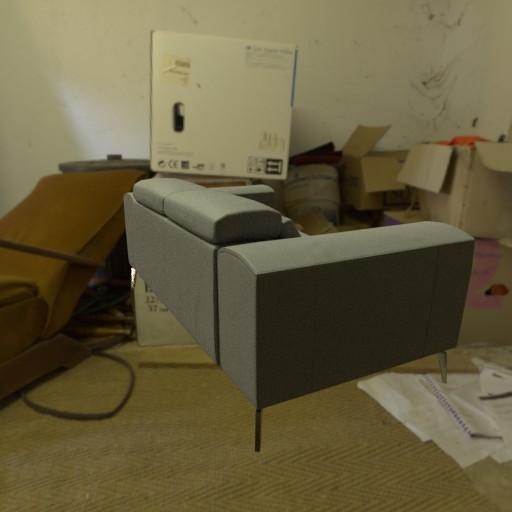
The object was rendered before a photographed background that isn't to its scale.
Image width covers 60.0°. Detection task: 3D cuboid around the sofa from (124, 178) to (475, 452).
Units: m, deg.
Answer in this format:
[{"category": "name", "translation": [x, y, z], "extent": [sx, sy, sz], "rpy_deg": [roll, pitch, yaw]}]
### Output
[{"category": "sofa", "translation": [0.000, 0.000, 2.374], "extent": [1.003, 0.779, 1.895], "rpy_deg": [-8, 18, -27]}]
